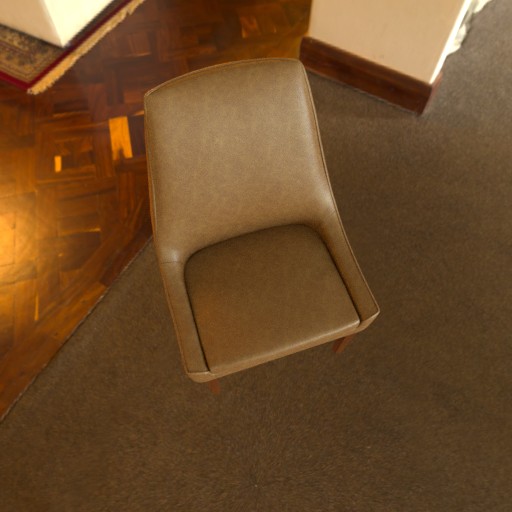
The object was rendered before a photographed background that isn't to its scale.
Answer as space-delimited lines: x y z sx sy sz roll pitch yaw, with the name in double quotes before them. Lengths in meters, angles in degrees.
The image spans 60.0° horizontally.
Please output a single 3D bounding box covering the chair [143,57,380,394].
"chair" 0.000 0.000 1.226 0.529 0.861 0.544 -16 64 -8
